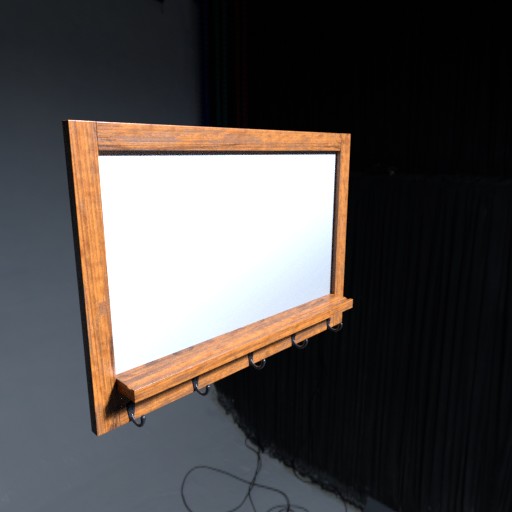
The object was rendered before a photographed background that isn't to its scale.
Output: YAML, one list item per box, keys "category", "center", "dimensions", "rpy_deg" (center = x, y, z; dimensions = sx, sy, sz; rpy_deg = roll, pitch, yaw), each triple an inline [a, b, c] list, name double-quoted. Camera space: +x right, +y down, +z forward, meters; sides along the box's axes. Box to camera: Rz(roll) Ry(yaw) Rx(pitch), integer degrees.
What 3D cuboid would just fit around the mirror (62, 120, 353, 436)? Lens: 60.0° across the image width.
- category: "mirror"
  center: [0.000, 0.000, 0.970]
  dimensions: [0.084, 0.537, 0.758]
  rpy_deg: [13, 18, 43]
